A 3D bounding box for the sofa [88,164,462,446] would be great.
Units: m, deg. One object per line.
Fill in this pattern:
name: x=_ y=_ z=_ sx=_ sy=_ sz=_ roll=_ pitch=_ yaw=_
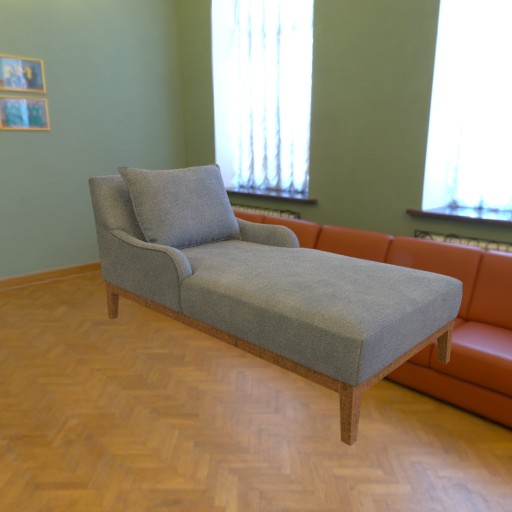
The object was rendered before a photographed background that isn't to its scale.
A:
sofa: x=0.000 y=0.000 z=2.277 sx=1.779 sy=0.883 sz=0.904 roll=13 pitch=19 yaw=42
